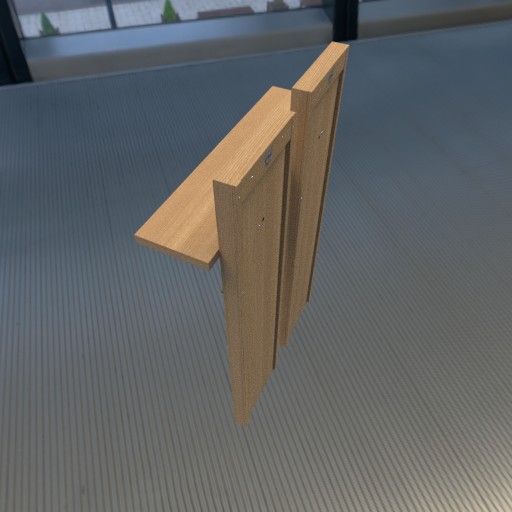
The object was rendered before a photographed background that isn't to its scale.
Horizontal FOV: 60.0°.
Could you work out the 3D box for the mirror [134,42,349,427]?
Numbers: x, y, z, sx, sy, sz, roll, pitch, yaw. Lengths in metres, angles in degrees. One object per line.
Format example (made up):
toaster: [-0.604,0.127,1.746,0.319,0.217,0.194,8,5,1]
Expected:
mirror: [0.000,0.000,1.576,0.260,1.250,0.800,20,51,17]
